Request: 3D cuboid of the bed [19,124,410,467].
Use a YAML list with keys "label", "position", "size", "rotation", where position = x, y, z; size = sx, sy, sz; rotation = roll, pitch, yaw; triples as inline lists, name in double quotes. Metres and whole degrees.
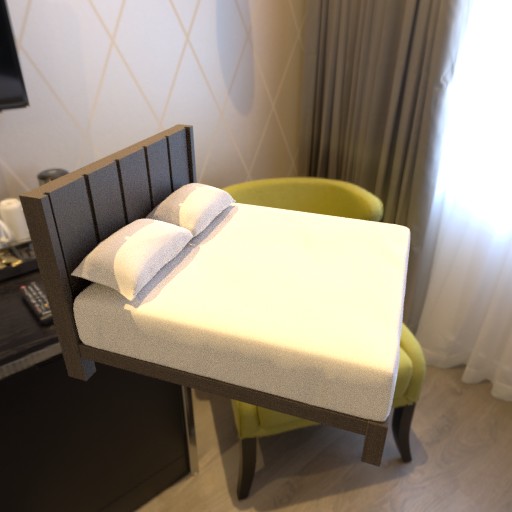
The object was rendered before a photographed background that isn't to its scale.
- label: "bed"
  position: [0.000, 0.000, 3.024]
  size: [1.992, 1.261, 1.735]
  rotation: [10, 30, 17]
